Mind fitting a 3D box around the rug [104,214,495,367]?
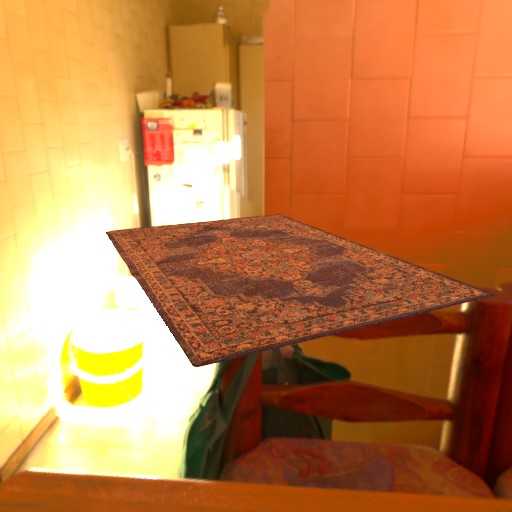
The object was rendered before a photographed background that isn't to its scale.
[{"bbox_3d":[0.000,0.000,3.704,2.053,0.011,2.940,-8,18,-25],"label":"rug"}]
